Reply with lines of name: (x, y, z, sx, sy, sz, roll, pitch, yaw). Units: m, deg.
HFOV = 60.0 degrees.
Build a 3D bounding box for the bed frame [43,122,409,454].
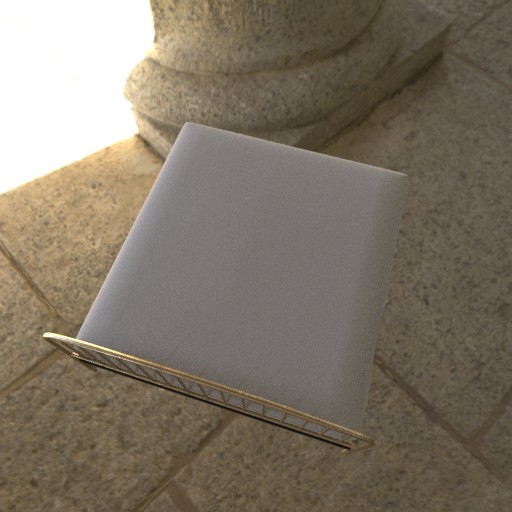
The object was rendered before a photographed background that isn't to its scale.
bed frame: (0.000, 0.000, 3.287, 2.016, 1.174, 2.152, 16, 64, 8)
